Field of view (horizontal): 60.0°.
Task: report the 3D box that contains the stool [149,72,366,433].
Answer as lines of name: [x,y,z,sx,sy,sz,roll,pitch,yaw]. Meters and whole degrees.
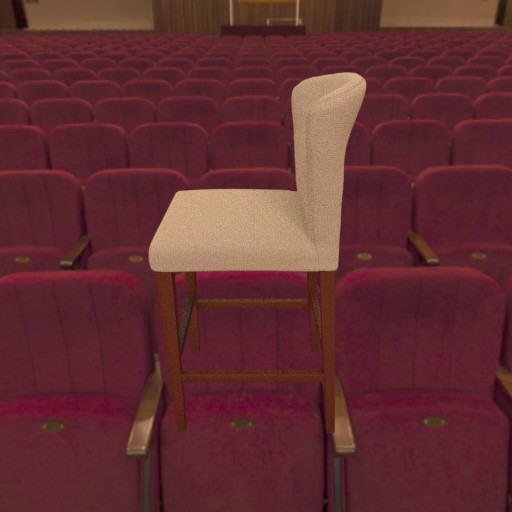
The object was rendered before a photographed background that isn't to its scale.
stool: [0.000,0.000,1.403,0.568,1.069,0.481,0,26,0]
